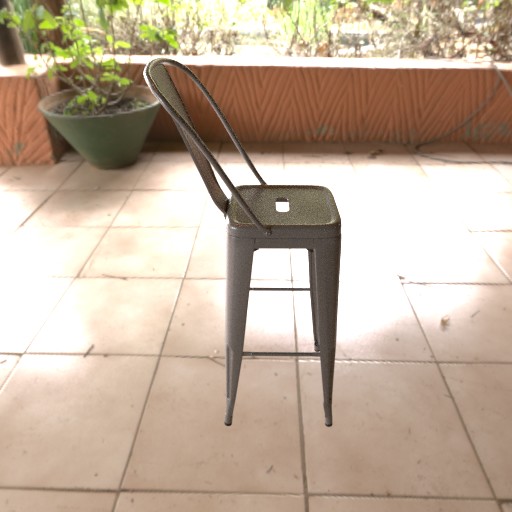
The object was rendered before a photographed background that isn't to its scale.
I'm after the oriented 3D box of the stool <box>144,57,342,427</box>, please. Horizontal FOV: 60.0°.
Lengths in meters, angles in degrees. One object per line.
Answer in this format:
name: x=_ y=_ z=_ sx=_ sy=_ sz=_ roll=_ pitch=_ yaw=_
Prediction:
stool: x=0.000 y=0.000 z=1.346 sx=0.513 sy=1.096 sz=0.399 roll=0 pitch=31 yaw=1
